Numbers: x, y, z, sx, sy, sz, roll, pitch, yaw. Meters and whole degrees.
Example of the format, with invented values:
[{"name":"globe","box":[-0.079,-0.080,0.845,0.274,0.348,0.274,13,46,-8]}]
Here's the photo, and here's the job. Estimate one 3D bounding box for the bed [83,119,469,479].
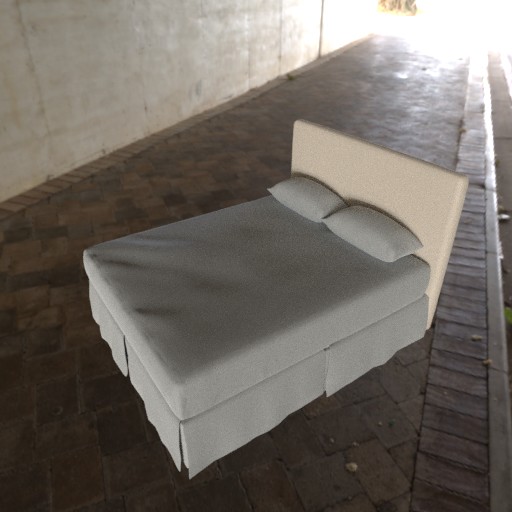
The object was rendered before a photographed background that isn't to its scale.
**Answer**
[{"name":"bed","box":[0.000,0.000,3.195,2.142,1.330,1.748,-19,36,-29]}]
